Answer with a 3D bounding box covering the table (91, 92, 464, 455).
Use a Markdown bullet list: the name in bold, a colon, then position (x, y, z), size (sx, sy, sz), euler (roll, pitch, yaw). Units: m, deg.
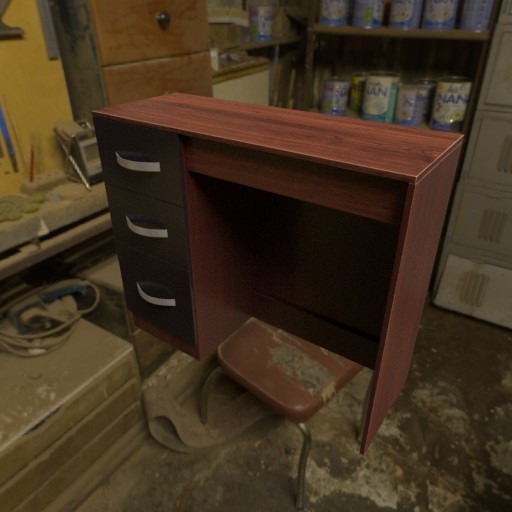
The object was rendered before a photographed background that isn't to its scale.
- **table**: position (0.000, 0.000, 1.336), size (0.930, 0.790, 0.380), euler (20, 36, 30)
